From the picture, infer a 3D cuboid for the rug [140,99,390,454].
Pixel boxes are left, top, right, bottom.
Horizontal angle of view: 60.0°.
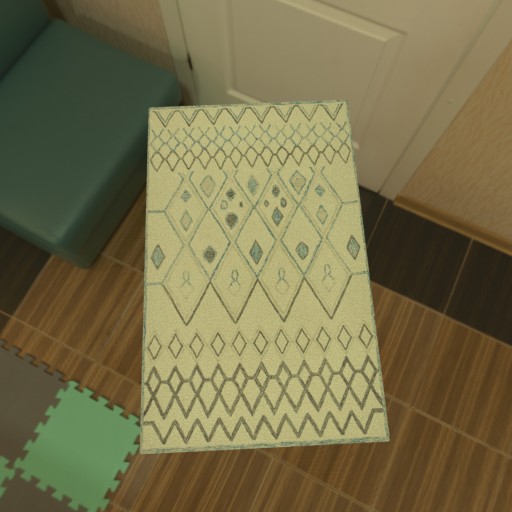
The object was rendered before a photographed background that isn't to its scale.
[{"bbox_3d":[0.000,0.000,3.047,1.524,0.015,2.439,-3,73,-1],"label":"rug"}]
